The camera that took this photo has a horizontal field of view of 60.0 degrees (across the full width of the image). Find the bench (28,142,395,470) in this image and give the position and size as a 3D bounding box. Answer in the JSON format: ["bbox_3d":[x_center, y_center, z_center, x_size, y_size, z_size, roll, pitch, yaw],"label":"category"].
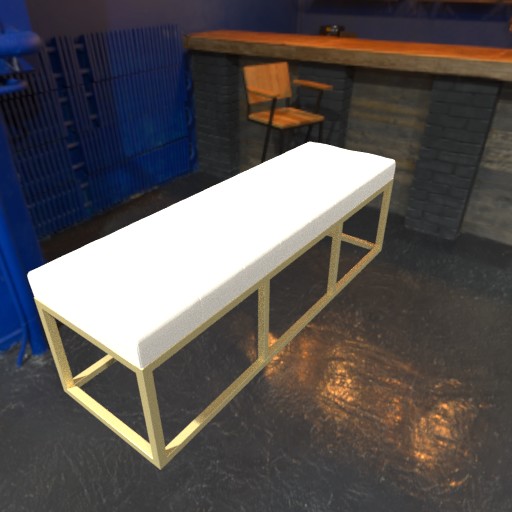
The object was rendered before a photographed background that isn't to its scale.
[{"bbox_3d":[0.000,0.000,1.700,0.457,0.484,1.473,22,38,31],"label":"bench"}]
